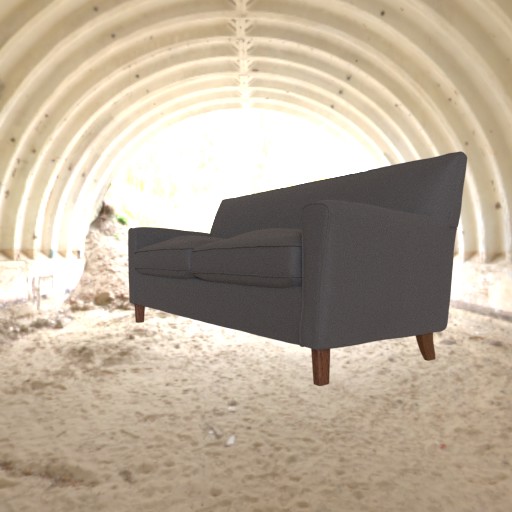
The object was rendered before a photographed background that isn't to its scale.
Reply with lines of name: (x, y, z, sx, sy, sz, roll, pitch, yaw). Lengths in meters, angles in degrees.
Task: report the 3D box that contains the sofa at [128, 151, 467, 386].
sofa: (0.000, 0.000, 2.486, 0.843, 0.907, 2.002, 0, 0, -35)
